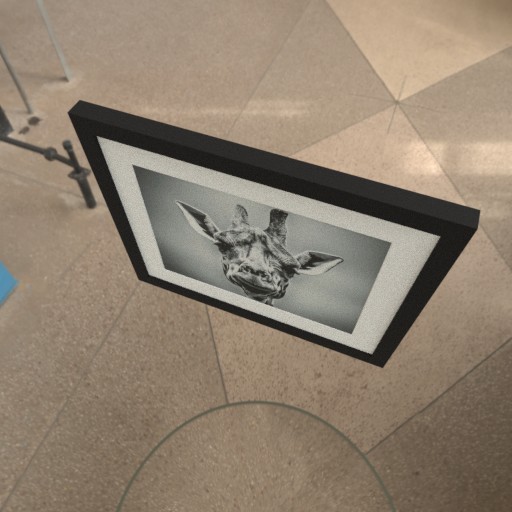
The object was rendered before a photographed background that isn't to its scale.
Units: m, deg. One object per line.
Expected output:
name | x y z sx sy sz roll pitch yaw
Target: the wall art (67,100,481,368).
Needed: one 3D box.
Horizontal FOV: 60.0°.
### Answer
wall art | 0.000 0.000 0.762 0.558 0.457 0.031 18 58 12
